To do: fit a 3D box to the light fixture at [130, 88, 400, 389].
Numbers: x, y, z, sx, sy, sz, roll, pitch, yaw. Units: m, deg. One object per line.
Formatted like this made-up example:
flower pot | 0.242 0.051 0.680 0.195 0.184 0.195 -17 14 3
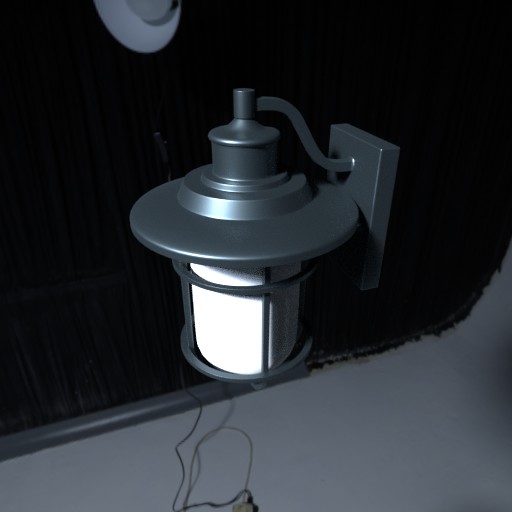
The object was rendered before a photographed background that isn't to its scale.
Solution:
light fixture | 0.000 0.000 0.484 0.252 0.345 0.222 -9 30 -15
